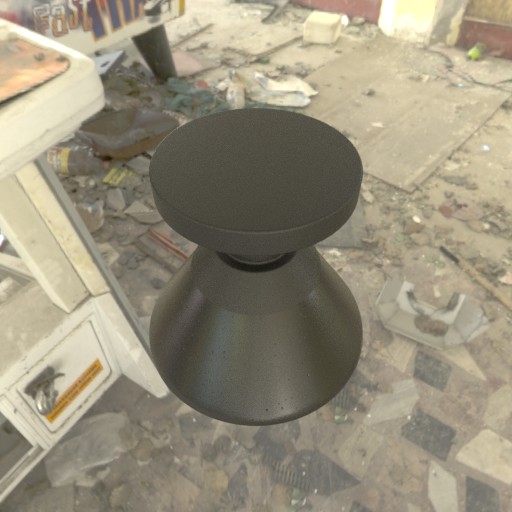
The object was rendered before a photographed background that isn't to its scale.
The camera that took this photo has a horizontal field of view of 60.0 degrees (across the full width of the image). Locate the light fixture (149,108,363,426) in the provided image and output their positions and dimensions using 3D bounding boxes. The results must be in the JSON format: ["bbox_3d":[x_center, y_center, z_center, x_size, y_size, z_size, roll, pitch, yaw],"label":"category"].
[{"bbox_3d":[0.000,0.000,0.356,0.200,0.183,0.200,0,46,0],"label":"light fixture"}]
